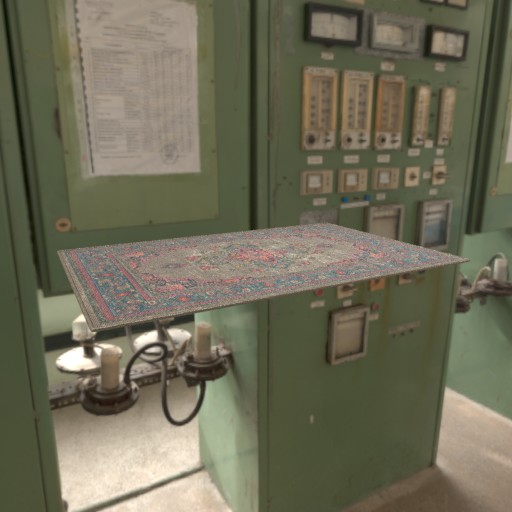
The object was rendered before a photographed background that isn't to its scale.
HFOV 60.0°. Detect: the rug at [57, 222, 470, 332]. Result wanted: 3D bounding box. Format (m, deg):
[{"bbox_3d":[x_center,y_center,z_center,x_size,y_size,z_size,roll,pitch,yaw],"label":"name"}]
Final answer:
[{"bbox_3d":[0.000,0.000,2.227,1.748,0.014,1.144,-8,16,-27],"label":"rug"}]
